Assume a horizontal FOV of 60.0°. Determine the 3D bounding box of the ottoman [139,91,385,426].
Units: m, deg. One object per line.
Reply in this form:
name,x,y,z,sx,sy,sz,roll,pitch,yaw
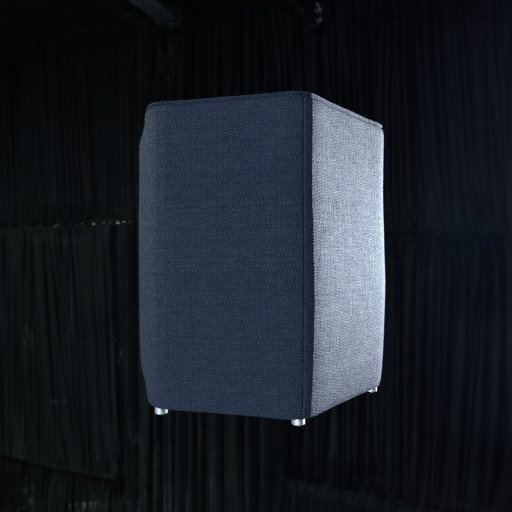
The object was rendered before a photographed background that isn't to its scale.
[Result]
ottoman,0.000,0.000,0.880,0.492,0.505,0.454,0,0,17
